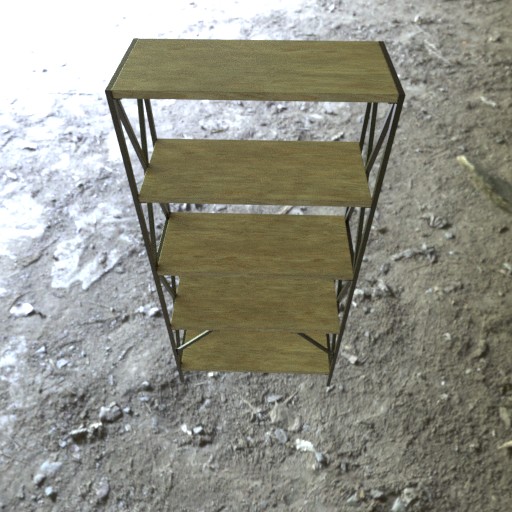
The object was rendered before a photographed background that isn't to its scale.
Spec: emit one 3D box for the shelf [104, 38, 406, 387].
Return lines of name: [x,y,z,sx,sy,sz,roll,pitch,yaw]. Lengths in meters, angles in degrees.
shelf: [0.000,0.000,2.076,0.874,1.803,0.386,1,47,1]
